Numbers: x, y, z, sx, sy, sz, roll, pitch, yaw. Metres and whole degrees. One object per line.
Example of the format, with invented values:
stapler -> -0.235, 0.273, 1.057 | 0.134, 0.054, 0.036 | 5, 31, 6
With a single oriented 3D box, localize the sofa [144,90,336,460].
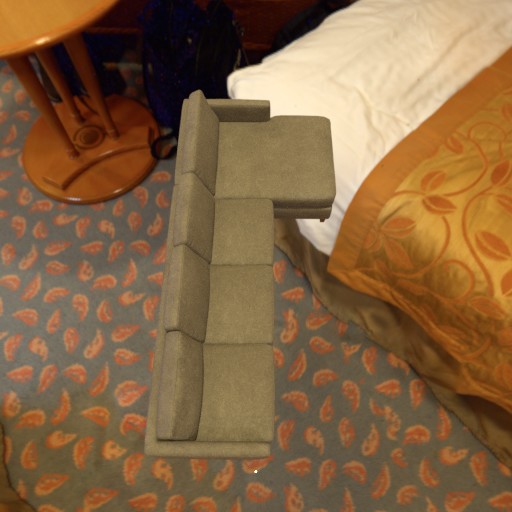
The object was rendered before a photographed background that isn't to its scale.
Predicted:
sofa -> 0.000, 0.000, 4.157 | 1.604, 0.950, 3.471 | 1, 64, 0
